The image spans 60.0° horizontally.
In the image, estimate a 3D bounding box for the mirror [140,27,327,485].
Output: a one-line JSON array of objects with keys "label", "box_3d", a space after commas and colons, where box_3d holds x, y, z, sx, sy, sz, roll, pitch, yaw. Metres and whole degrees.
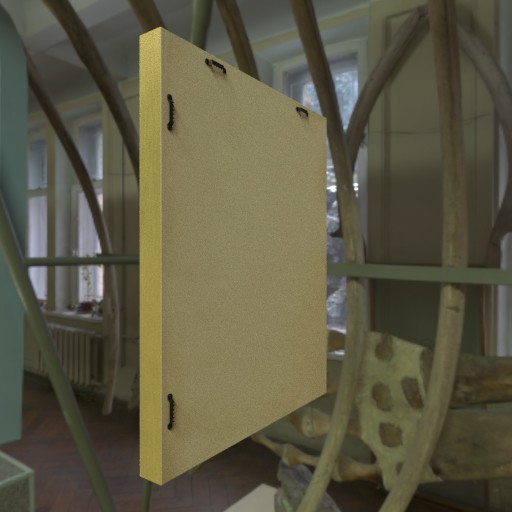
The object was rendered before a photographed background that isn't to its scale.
[{"label": "mirror", "box_3d": [0.000, 0.000, 0.663, 0.041, 0.508, 0.405, 0, 0, 36]}]
